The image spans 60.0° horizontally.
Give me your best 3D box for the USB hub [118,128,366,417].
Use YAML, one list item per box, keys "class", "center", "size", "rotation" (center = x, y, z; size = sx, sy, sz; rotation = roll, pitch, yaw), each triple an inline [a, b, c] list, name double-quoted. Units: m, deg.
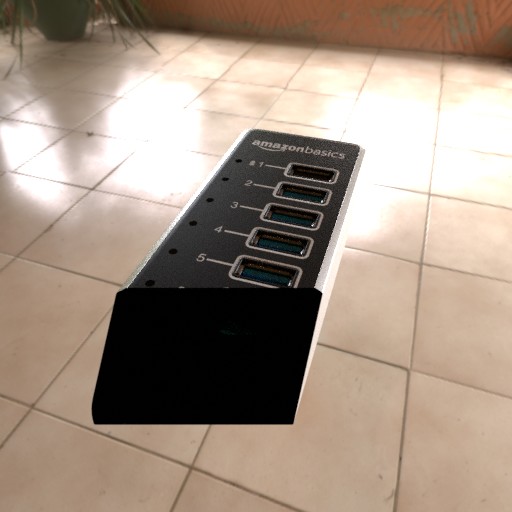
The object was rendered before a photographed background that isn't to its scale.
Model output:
- class: "USB hub"
  center: [0.000, 0.000, 0.125]
  size: [0.044, 0.023, 0.110]
  rotation: [13, 43, 14]
